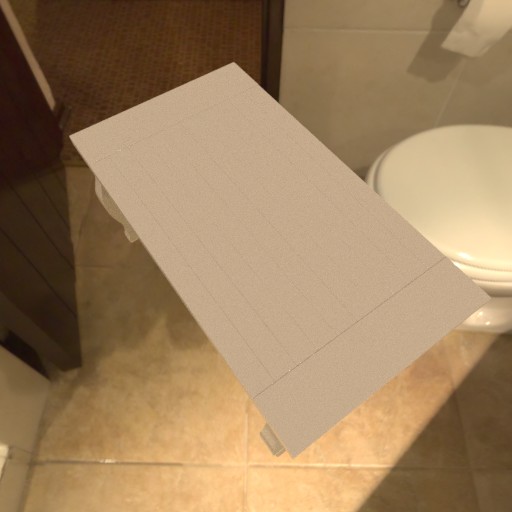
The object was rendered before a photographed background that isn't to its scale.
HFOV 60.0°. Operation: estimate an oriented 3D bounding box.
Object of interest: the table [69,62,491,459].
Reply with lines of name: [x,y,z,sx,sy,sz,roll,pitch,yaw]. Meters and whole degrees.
table: [0.000,0.000,1.376,0.600,0.495,1.062,-32,64,-17]
